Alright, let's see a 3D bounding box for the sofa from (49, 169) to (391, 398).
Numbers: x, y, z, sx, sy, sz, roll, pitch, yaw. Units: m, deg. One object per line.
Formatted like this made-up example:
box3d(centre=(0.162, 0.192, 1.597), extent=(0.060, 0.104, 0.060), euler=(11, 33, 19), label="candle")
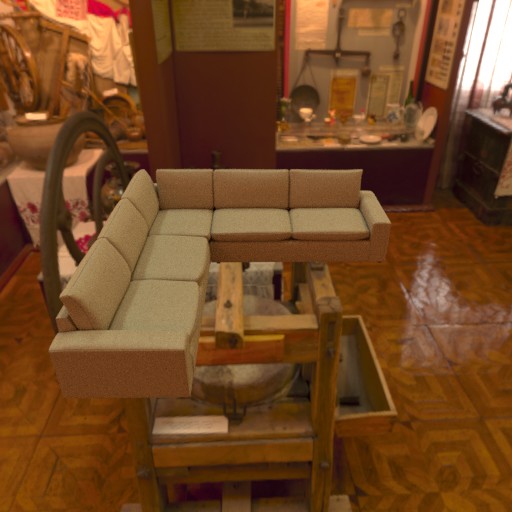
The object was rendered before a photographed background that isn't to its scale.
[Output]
box3d(centre=(0.000, 0.000, 4.060), extent=(2.742, 0.800, 2.622), euler=(0, 31, -1), label="sofa")
